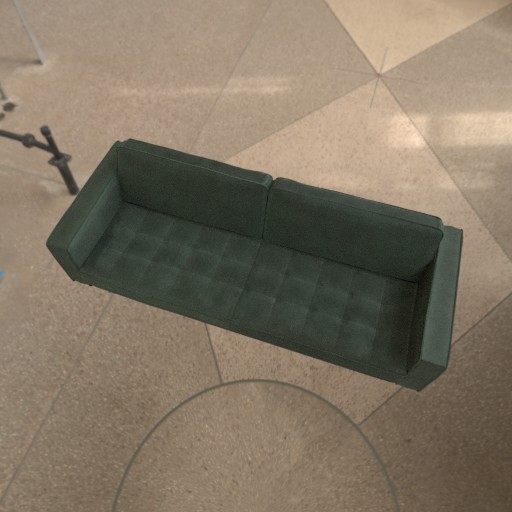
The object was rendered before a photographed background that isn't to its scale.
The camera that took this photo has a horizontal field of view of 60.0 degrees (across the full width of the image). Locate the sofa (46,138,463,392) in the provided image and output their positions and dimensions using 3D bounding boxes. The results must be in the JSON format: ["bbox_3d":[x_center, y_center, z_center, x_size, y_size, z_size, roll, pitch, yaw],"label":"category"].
[{"bbox_3d":[0.000,0.000,2.624,2.214,0.781,0.886,16,60,10],"label":"sofa"}]
